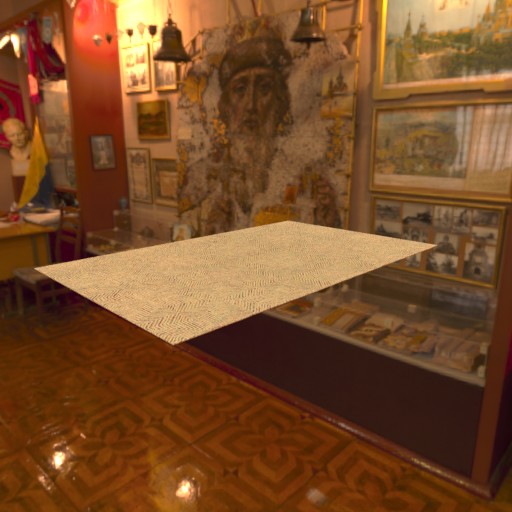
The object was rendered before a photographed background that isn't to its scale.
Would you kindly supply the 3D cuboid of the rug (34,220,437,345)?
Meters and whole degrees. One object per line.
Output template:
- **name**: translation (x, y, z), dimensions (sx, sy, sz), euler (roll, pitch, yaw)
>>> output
- **rug**: translation (0.000, 0.000, 3.096), dimensions (2.428, 0.007, 1.519), euler (-14, 20, -43)
